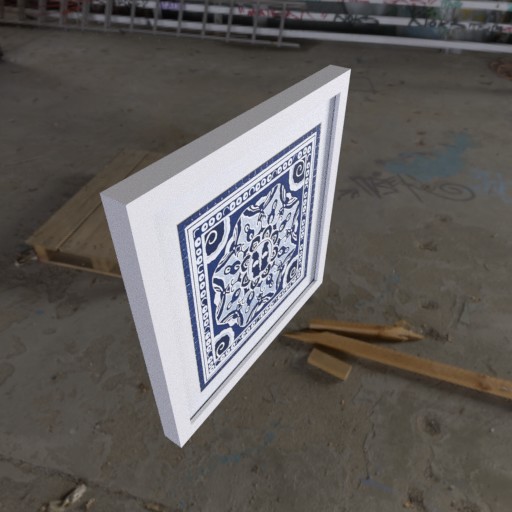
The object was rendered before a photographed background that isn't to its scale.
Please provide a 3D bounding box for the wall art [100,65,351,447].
[{"bbox_3d":[0.000,0.000,0.541,0.027,0.355,0.355,25,46,26],"label":"wall art"}]
